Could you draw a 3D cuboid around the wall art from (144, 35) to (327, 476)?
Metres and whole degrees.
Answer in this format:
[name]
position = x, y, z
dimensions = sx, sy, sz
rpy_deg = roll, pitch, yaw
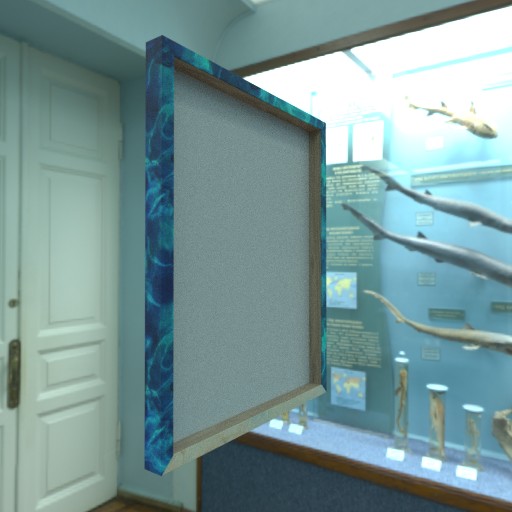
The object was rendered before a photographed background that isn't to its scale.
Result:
[wall art]
position = 0.000, 0.000, 0.853
dimensions = 0.038, 0.635, 0.508
rpy_deg = -1, -1, 36
